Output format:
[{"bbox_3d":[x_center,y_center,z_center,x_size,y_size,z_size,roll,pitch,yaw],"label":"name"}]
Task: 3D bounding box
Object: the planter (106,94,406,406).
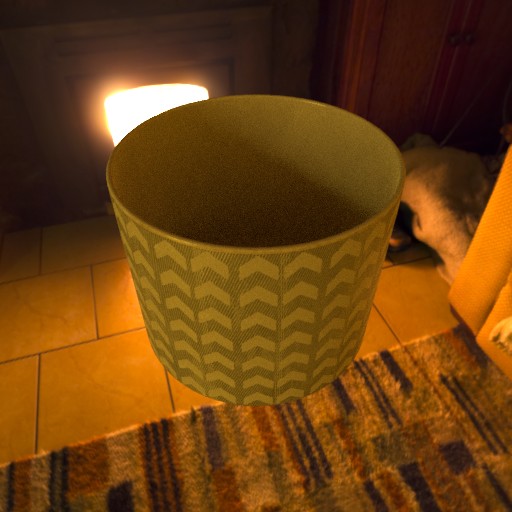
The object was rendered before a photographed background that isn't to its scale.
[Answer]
[{"bbox_3d":[0.000,0.000,0.460,0.250,0.239,0.250,0,43,0],"label":"planter"}]
